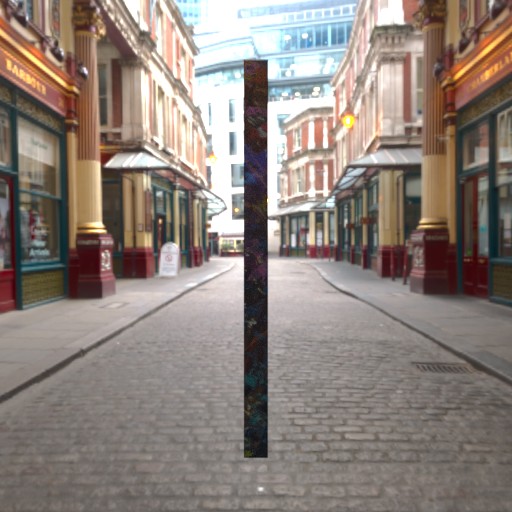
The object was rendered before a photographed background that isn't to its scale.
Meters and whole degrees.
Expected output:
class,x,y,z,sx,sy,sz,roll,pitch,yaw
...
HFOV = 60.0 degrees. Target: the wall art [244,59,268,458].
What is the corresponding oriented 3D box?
class,x,y,z,sx,sy,sz,roll,pitch,yaw
wall art,0.000,0.000,1.126,0.037,0.604,0.908,0,1,0
